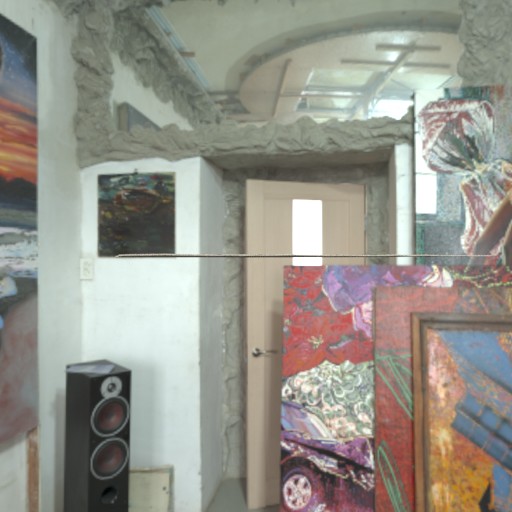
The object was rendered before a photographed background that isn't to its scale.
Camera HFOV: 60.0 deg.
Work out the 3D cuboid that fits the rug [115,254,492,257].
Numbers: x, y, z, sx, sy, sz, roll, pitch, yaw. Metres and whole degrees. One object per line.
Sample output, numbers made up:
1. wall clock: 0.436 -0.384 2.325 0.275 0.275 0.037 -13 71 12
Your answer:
1. rug: 0.000 0.000 4.117 2.468 0.022 3.061 0 0 -18
